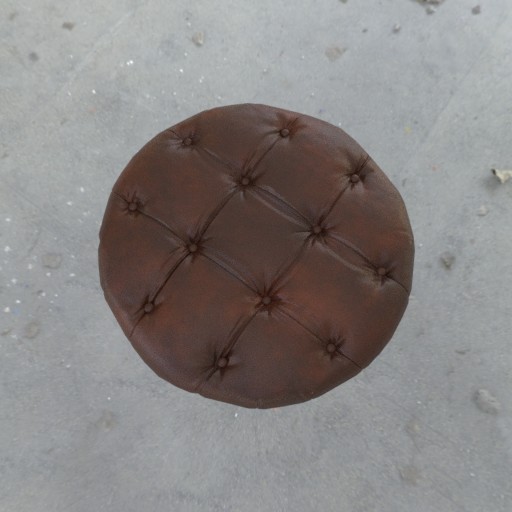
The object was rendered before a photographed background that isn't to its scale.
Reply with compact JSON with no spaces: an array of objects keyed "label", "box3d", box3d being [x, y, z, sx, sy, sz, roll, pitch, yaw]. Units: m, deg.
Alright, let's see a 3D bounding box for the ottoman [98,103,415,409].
[{"label":"ottoman","box3d":[0.000,0.000,1.387,0.901,0.455,0.901,0,76,0]}]
